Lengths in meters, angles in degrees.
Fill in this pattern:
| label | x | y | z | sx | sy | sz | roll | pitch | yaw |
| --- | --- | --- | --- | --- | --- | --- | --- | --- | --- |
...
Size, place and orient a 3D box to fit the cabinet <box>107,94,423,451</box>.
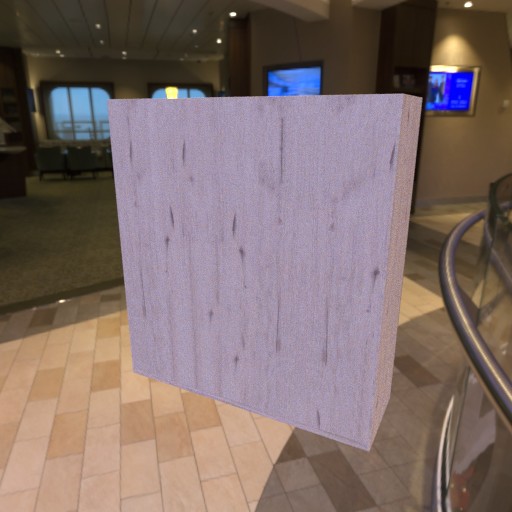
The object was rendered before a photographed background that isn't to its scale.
| label | x | y | z | sx | sy | sz | roll | pitch | yaw |
| --- | --- | --- | --- | --- | --- | --- | --- | --- | --- |
| cabinet | 0.000 | 0.000 | 3.259 | 2.000 | 2.180 | 0.660 | 9 | 20 | 26 |
